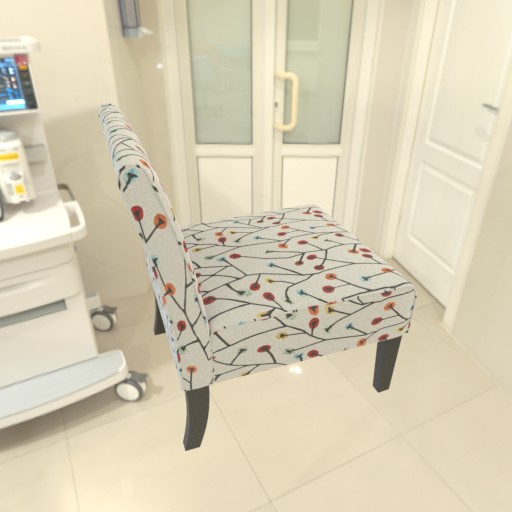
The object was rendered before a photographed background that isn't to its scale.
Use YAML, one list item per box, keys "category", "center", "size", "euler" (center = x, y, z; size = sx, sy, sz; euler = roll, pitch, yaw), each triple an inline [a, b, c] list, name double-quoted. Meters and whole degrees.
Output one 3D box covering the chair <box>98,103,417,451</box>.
- category: "chair"
  center: [0.000, 0.000, 1.309]
  size: [0.732, 0.813, 0.597]
  euler: [-10, 32, -17]
